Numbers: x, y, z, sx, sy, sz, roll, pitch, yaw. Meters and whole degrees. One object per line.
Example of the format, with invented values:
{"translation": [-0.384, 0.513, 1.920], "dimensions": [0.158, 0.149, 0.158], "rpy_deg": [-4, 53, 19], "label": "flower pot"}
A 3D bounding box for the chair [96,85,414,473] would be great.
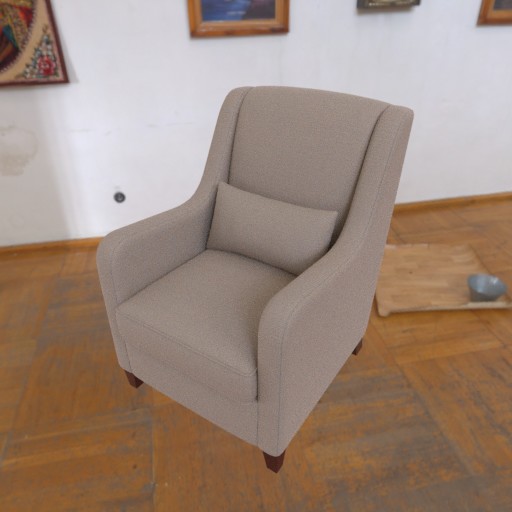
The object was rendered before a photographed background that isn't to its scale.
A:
{"translation": [0.000, 0.000, 1.592], "dimensions": [0.715, 1.017, 0.896], "rpy_deg": [19, 36, 28], "label": "chair"}
